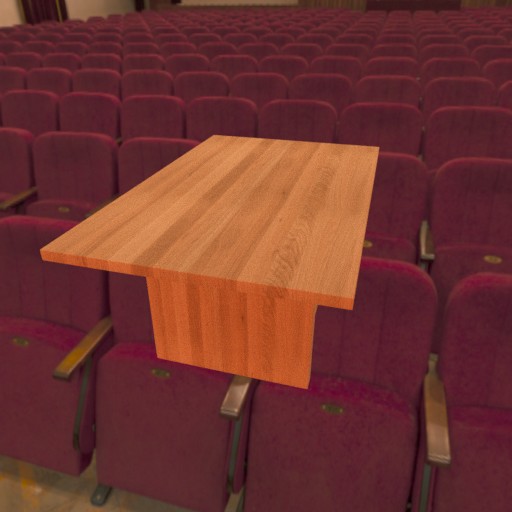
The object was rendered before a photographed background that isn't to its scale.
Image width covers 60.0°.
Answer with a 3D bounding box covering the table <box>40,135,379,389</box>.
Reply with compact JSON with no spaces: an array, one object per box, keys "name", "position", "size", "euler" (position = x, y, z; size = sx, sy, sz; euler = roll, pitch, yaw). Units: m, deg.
[{"name":"table","position":[0.000,0.000,1.501],"size":[0.700,0.510,1.100],"euler":[8,30,14]}]
